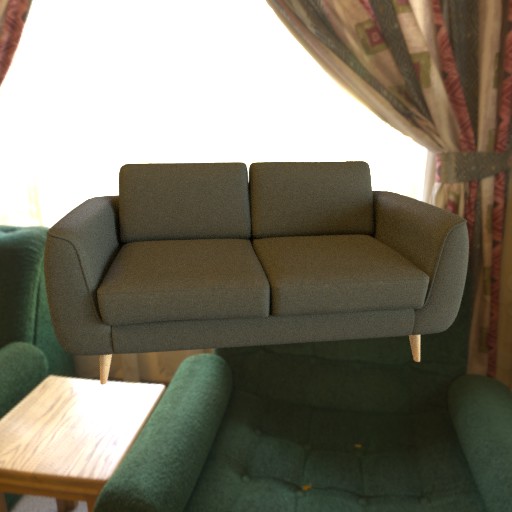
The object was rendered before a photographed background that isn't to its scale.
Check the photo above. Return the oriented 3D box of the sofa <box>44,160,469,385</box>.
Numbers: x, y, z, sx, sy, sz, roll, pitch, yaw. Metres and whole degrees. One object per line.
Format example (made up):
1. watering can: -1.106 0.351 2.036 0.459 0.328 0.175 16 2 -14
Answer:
1. sofa: 0.000 0.000 2.145 1.700 0.850 0.920 -2 17 -7
